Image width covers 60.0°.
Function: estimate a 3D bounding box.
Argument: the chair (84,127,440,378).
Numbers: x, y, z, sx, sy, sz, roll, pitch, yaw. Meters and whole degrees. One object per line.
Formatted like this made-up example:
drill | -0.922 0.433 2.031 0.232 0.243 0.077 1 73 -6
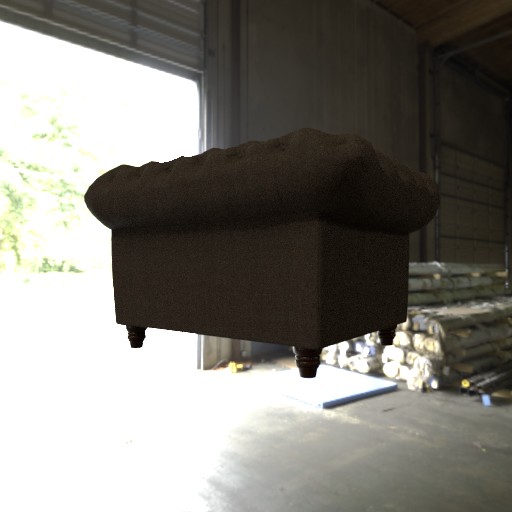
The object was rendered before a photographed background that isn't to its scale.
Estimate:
chair | 0.000 0.000 1.890 1.298 0.780 0.945 -1 -2 36
